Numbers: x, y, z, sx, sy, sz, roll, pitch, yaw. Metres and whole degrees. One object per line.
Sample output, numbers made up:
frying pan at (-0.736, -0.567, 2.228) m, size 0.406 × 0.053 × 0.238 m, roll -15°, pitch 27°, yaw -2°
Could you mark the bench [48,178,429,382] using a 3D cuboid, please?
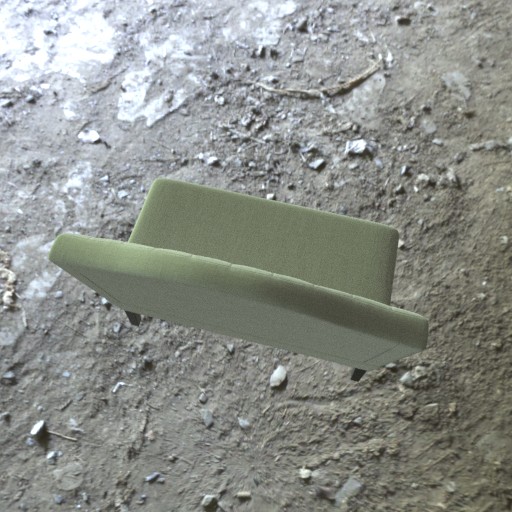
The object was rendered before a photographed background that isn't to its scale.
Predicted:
bench at (0.000, 0.000, 2.042) m, size 1.335 × 1.180 × 0.815 m, roll 13°, pitch 65°, yaw 6°
